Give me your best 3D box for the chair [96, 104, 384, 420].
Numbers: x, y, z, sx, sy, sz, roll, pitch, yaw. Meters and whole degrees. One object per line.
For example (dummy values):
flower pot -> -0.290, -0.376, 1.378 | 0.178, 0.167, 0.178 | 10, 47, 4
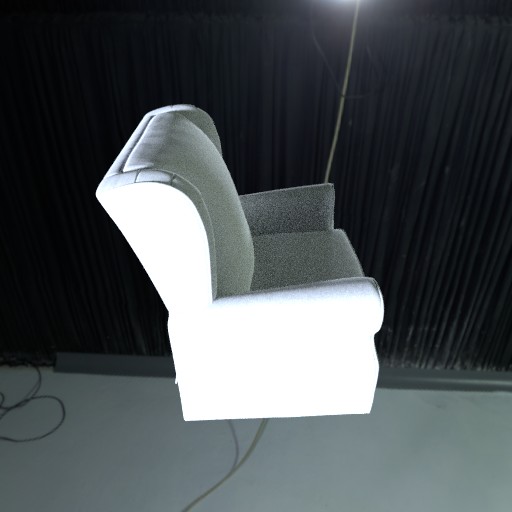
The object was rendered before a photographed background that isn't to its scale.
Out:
chair -> 0.000, 0.000, 1.699 | 0.854, 0.967, 0.906 | -1, 32, -2
